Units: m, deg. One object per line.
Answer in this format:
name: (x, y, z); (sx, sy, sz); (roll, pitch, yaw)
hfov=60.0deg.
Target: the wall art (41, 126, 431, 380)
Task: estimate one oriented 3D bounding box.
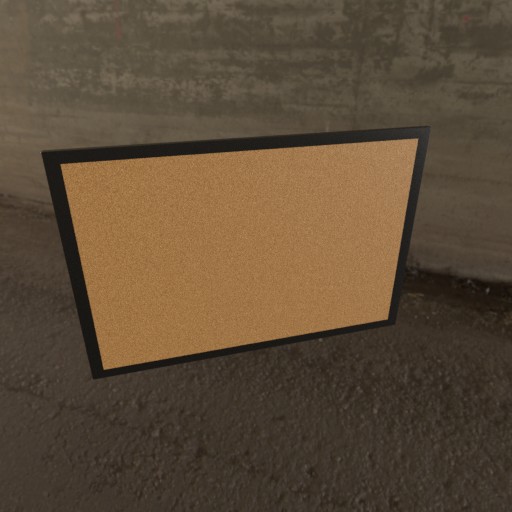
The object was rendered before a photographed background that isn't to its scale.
wall art: (0.000, 0.000, 1.041); (0.819, 0.552, 0.015); (-7, 29, -14)
